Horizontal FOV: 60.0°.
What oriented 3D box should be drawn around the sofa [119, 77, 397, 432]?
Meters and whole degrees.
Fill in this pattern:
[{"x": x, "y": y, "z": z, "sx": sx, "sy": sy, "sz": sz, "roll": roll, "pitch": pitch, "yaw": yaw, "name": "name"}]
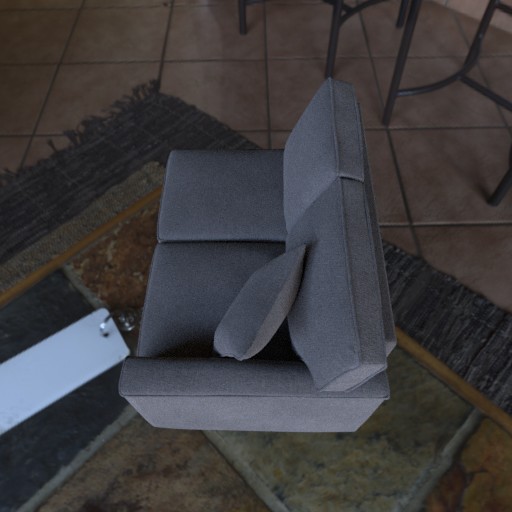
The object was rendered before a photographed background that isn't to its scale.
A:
[{"x": 0.000, "y": 0.000, "z": 2.063, "sx": 0.991, "sy": 0.989, "sz": 1.388, "roll": 1, "pitch": 58, "yaw": 1, "name": "sofa"}]
